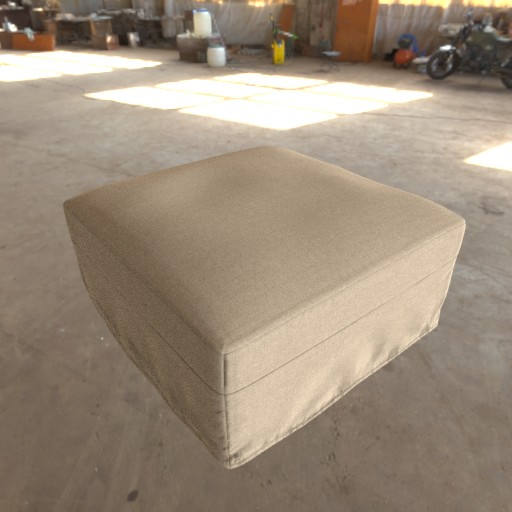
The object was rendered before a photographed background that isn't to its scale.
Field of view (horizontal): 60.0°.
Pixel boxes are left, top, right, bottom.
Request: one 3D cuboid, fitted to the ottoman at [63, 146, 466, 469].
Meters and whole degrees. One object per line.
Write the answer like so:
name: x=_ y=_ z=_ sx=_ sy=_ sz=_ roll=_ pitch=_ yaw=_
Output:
ottoman: x=0.000 y=0.000 z=1.332 sx=0.840 sy=0.436 sz=0.843 roll=-23 pitch=38 yaw=-32
